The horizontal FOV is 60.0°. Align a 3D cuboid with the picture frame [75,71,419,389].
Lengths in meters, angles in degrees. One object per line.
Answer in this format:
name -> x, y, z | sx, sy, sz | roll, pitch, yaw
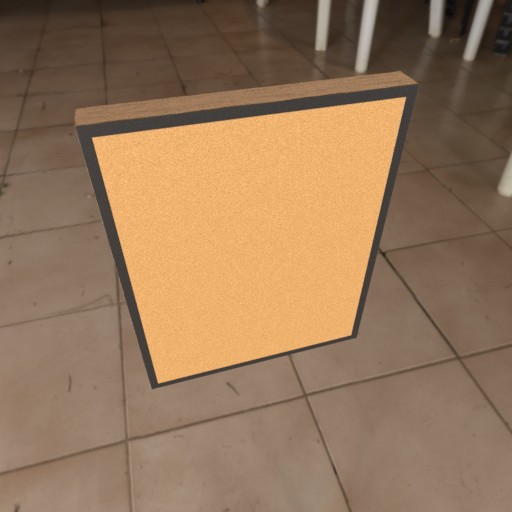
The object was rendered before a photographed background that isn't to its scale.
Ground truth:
picture frame -> 0.000, 0.000, 0.715 | 0.421, 0.526, 0.046 | -11, 43, -12
